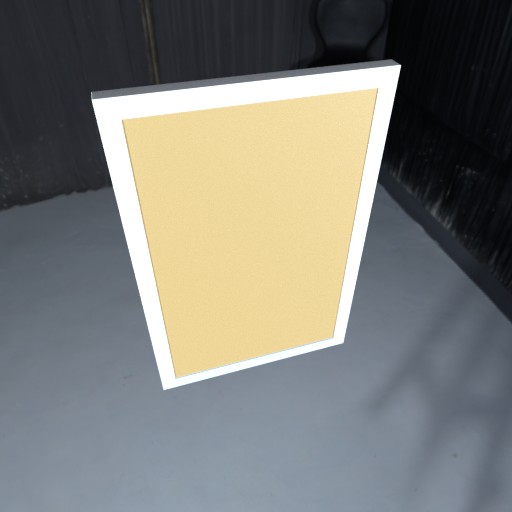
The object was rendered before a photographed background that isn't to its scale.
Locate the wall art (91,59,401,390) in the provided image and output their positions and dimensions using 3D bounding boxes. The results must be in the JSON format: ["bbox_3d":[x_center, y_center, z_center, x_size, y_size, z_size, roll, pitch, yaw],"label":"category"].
[{"bbox_3d":[0.000,0.000,1.157,0.612,0.915,0.039,-12,42,-13],"label":"wall art"}]
